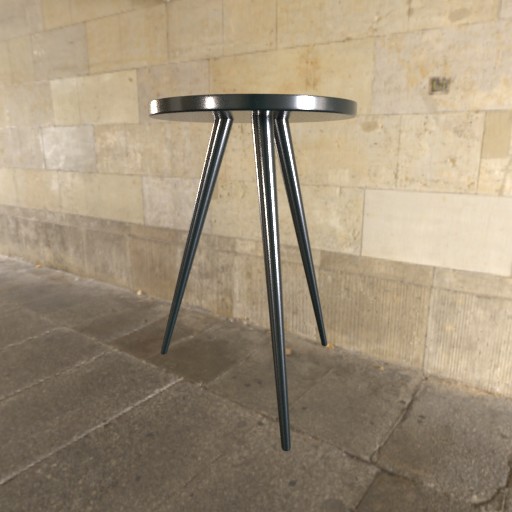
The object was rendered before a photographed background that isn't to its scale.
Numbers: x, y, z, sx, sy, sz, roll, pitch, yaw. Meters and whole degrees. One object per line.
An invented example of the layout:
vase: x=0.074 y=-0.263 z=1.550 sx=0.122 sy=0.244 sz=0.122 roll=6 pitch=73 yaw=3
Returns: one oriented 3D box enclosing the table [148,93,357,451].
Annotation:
table: x=0.000 y=0.000 z=0.843 sx=0.403 sy=0.548 sz=0.415 roll=-2 pitch=14 yaw=-8
